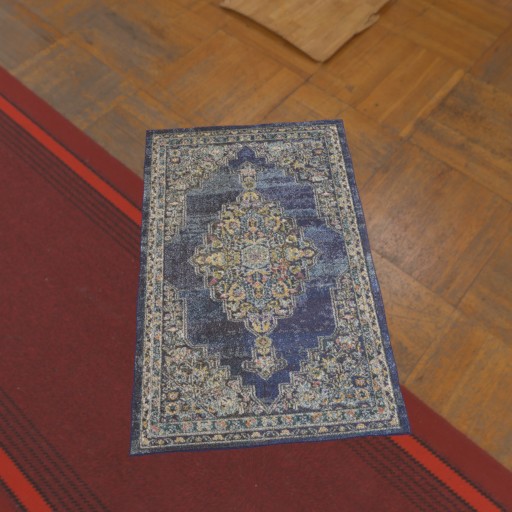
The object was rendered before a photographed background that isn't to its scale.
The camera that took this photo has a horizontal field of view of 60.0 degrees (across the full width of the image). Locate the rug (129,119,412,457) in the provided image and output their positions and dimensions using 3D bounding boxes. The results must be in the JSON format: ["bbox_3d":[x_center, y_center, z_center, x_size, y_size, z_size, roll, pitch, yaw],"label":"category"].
[{"bbox_3d":[0.000,0.000,2.245,1.184,0.012,1.781,-4,63,-2],"label":"rug"}]
